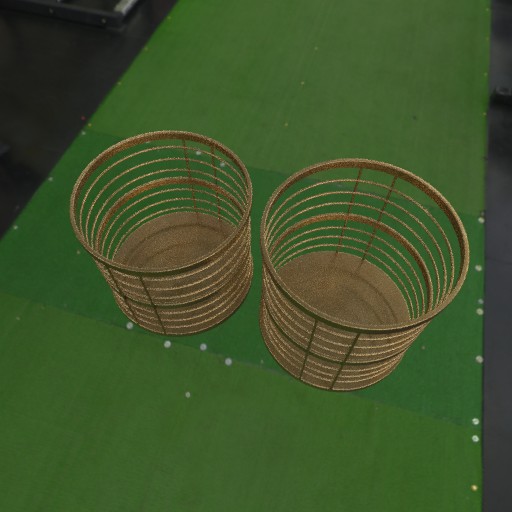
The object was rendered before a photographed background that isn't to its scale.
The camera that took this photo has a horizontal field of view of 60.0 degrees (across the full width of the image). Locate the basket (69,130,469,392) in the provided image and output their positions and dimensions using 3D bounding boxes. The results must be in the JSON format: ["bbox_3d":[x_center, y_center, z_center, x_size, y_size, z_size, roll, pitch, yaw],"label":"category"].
[{"bbox_3d":[0.000,0.000,0.945,0.746,0.351,0.356,16,59,10],"label":"basket"}]
